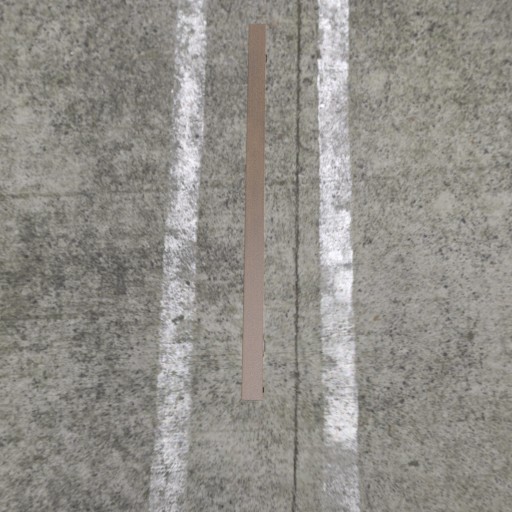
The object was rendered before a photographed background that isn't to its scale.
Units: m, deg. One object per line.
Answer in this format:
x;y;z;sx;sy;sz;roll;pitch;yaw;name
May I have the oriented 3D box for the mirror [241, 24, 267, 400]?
0.000;0.000;1.342;0.041;1.016;0.762;1;76;0;mirror
